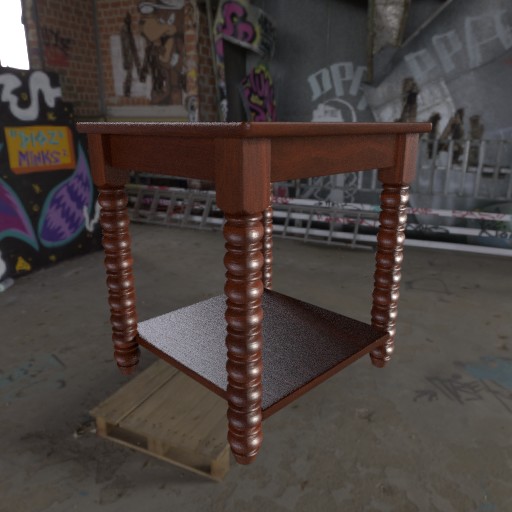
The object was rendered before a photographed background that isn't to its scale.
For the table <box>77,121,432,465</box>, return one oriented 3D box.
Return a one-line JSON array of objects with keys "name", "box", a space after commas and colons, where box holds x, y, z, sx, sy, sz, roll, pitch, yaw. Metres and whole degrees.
[{"name": "table", "box": [0.000, 0.000, 0.982, 0.533, 0.567, 0.500, -16, 23, -42]}]
